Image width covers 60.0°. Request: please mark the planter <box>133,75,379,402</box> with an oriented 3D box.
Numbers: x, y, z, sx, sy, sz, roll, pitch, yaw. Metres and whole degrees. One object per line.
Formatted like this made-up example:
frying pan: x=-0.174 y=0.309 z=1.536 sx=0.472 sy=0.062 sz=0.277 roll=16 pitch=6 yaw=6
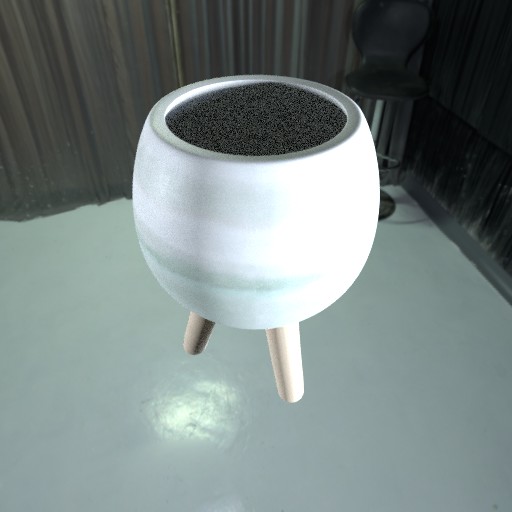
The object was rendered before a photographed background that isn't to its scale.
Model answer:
planter: x=0.000 y=0.000 z=0.331 sx=0.161 sy=0.224 sz=0.161 roll=0 pitch=41 yaw=0
